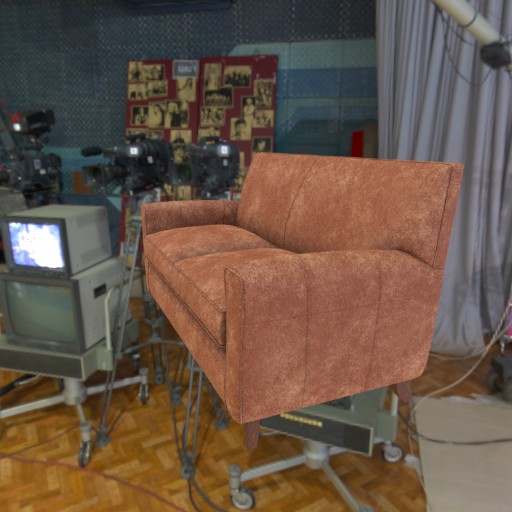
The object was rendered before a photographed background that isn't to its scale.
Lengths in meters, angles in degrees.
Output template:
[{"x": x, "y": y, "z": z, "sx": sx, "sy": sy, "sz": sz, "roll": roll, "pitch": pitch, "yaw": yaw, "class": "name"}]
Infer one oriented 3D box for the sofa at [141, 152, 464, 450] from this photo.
[{"x": 0.000, "y": 0.000, "z": 1.992, "sx": 0.787, "sy": 0.871, "sz": 1.473, "roll": -7, "pitch": 16, "yaw": -24, "class": "sofa"}]
